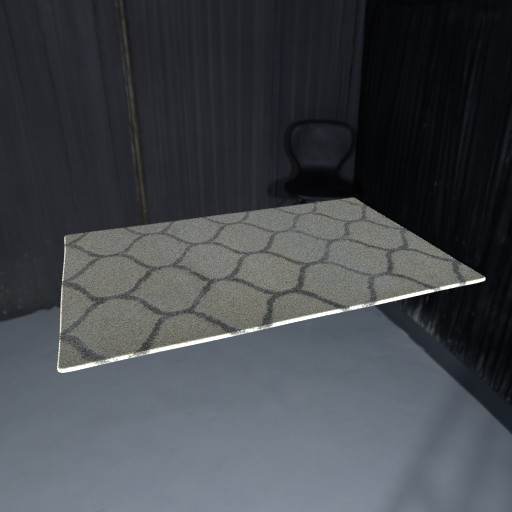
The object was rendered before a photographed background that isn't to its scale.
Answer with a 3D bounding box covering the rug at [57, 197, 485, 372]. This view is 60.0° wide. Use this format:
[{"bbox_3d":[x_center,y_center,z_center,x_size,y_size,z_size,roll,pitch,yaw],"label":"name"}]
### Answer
[{"bbox_3d":[0.000,0.000,2.877,2.348,0.024,1.501,-9,28,-18],"label":"rug"}]
